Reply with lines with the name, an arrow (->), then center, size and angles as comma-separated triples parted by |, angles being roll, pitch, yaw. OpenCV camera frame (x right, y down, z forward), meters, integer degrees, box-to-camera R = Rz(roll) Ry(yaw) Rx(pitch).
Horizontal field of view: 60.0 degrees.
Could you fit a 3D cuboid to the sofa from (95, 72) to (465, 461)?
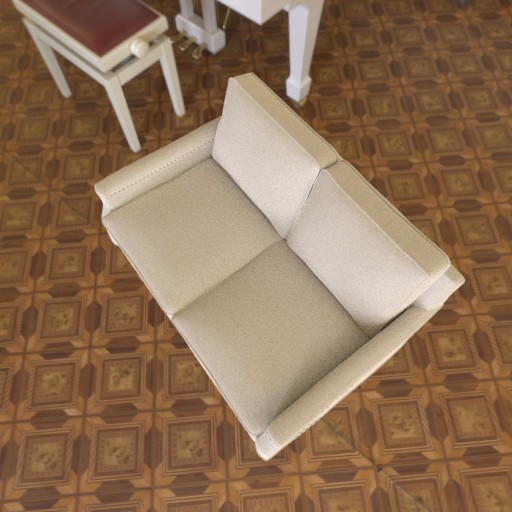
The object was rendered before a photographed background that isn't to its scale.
sofa -> 0.000, 0.000, 2.277 | 1.084, 1.003, 1.597 | -34, 68, -15
